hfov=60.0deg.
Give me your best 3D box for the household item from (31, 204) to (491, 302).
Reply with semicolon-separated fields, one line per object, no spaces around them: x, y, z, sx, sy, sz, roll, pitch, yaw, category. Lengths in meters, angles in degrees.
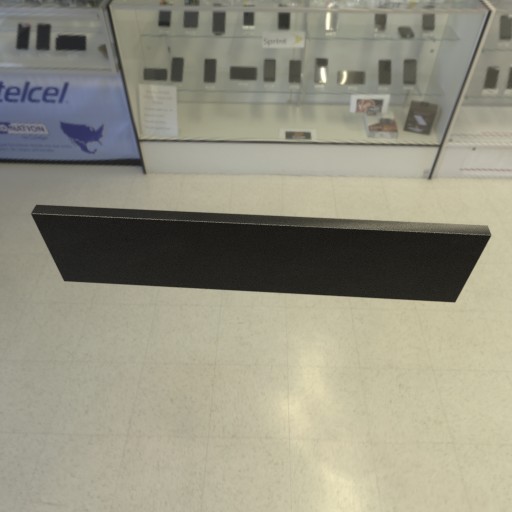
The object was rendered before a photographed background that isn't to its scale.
0.000;0.000;1.057;1.001;0.236;0.030;3;47;3;household item
